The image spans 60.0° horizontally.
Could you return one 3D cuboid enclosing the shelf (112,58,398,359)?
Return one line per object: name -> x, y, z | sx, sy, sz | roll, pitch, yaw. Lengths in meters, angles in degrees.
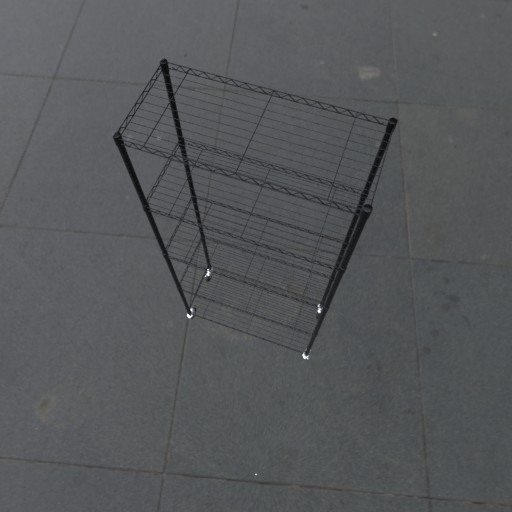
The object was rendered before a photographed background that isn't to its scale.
shelf -> 0.000, 0.000, 1.990 | 0.762, 1.645, 0.356 | 18, 65, 9
